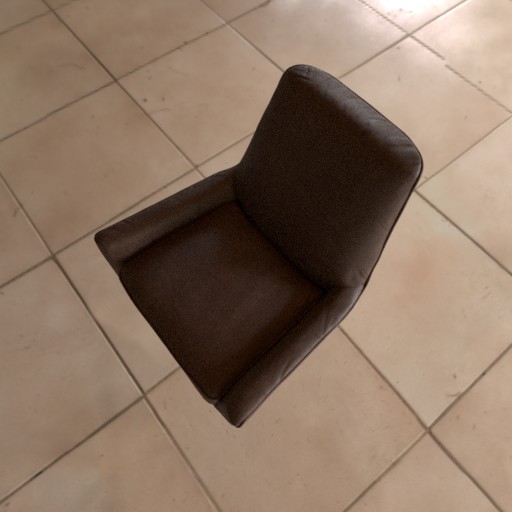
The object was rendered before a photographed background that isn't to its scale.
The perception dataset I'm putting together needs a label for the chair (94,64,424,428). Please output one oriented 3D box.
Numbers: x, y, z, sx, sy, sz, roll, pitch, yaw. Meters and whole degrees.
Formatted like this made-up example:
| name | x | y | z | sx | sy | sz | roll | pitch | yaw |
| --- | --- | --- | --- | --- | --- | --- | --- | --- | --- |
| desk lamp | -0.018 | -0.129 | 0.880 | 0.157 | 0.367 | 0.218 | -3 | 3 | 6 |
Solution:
| name | x | y | z | sx | sy | sz | roll | pitch | yaw |
| --- | --- | --- | --- | --- | --- | --- | --- | --- | --- |
| chair | 0.000 | 0.000 | 1.495 | 0.824 | 0.888 | 0.787 | -36 | 69 | -16 |
